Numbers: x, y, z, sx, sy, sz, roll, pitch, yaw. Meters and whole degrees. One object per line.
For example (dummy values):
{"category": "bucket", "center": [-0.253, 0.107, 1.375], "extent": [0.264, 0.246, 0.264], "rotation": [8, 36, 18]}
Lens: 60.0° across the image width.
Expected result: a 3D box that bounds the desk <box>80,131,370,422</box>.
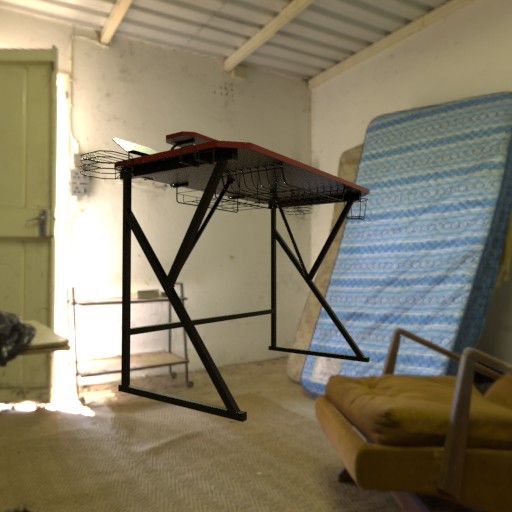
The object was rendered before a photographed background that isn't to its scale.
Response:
{"category": "desk", "center": [0.000, 0.000, 1.727], "extent": [0.588, 0.913, 1.280], "rotation": [-1, -2, 35]}
